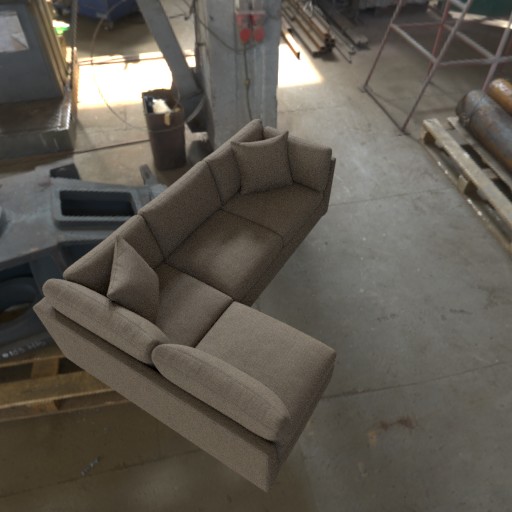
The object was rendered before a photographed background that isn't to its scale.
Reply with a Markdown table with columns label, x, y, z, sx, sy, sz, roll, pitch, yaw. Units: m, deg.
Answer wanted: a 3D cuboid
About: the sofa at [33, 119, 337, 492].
| label | x | y | z | sx | sy | sz | roll | pitch | yaw |
| --- | --- | --- | --- | --- | --- | --- | --- | --- | --- |
| sofa | 0.000 | 0.000 | 3.796 | 1.994 | 0.978 | 2.896 | 24 | 51 | 22 |
